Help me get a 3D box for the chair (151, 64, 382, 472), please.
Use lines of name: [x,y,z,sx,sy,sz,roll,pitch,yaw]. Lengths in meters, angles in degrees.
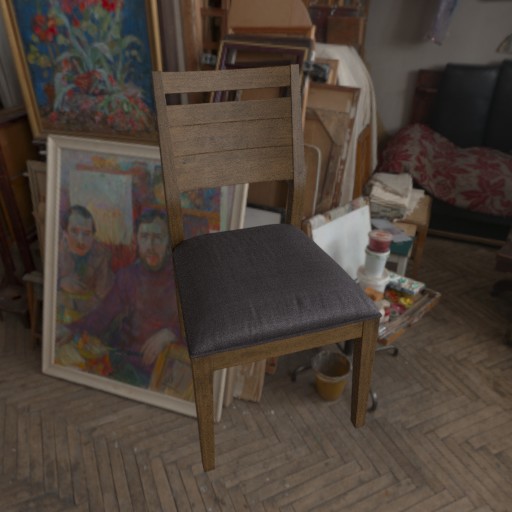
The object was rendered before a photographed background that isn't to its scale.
chair: [0.000,0.000,1.278,0.501,0.939,0.610,-9,33,-15]
